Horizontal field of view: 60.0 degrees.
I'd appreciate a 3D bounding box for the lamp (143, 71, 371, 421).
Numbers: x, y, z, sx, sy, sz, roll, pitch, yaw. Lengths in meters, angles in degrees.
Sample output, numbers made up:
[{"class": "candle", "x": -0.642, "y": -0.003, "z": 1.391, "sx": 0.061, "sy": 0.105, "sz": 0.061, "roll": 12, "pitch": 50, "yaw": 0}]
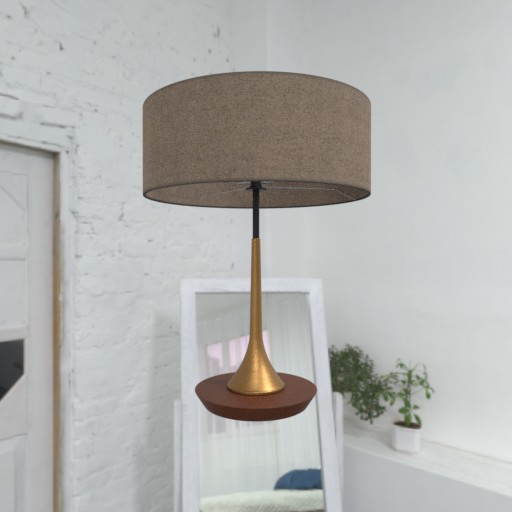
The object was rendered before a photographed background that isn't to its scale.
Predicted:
[{"class": "lamp", "x": 0.000, "y": 0.000, "z": 0.832, "sx": 0.417, "sy": 0.551, "sz": 0.396, "roll": 0, "pitch": 0, "yaw": 18}]
